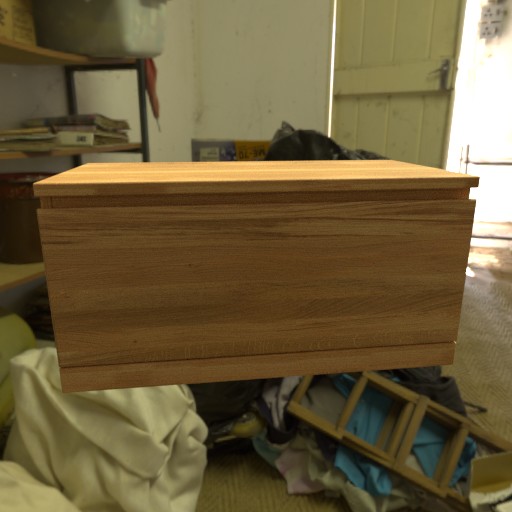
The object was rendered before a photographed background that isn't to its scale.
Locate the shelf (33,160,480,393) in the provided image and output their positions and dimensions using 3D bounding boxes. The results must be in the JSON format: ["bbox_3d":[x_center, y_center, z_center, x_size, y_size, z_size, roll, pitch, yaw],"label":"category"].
[{"bbox_3d":[0.000,0.000,1.030,0.800,0.400,0.400,-2,17,-7],"label":"shelf"}]
